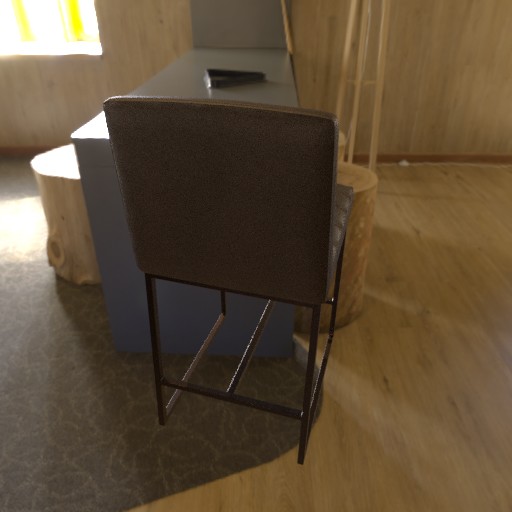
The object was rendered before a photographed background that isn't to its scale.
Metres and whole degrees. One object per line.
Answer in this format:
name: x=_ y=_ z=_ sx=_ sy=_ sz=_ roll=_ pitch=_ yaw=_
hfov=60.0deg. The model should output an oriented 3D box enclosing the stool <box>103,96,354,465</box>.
stool: x=0.000 y=0.000 z=1.232 sx=0.463 sy=0.946 sz=0.562 roll=9 pitch=33 yaw=15
